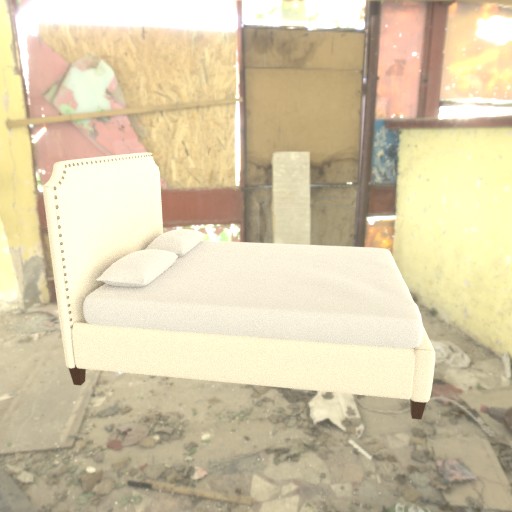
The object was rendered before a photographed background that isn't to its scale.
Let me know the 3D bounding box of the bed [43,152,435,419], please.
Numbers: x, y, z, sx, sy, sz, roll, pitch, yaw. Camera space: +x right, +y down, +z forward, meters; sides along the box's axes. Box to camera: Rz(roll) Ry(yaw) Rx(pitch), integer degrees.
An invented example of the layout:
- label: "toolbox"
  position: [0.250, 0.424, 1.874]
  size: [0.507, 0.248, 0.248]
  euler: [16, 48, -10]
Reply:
- label: "bed"
  position: [0.000, 0.000, 3.429]
  size: [2.372, 1.497, 1.712]
  euler: [3, 16, 9]
